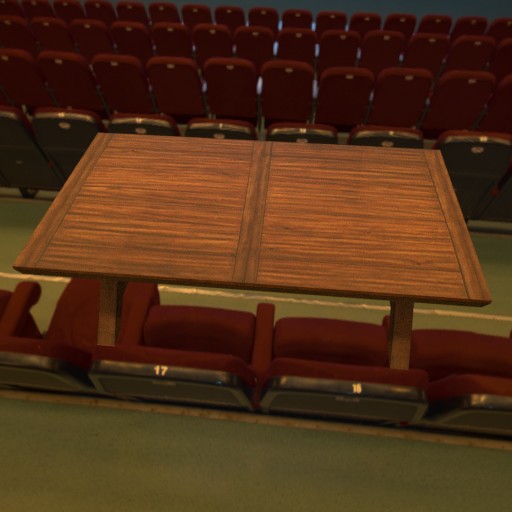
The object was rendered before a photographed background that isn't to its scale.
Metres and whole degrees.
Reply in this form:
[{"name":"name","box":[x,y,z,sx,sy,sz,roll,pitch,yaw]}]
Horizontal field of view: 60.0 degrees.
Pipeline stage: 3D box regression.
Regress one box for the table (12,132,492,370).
[{"name":"table","box":[0.000,0.000,2.458,1.966,0.793,1.071,4,46,4]}]
